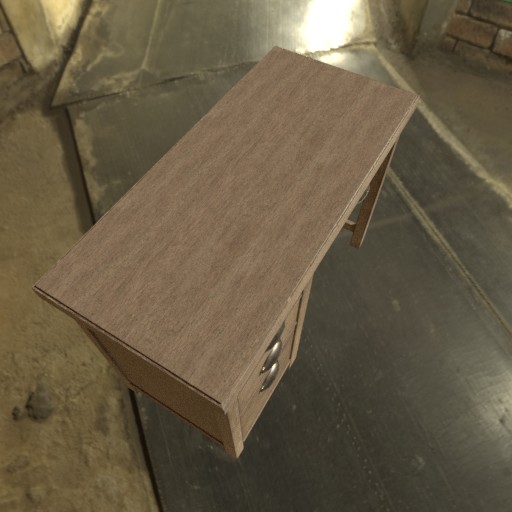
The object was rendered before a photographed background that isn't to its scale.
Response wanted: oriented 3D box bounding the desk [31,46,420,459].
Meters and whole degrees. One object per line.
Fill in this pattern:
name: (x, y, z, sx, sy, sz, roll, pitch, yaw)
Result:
desk: (0.000, 0.000, 1.760, 0.610, 0.912, 1.289, 27, 61, 16)
